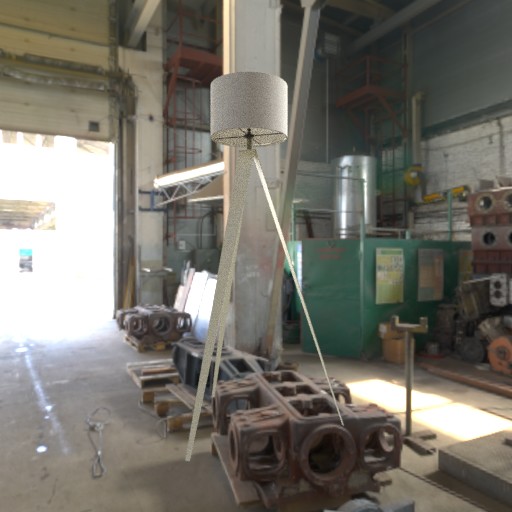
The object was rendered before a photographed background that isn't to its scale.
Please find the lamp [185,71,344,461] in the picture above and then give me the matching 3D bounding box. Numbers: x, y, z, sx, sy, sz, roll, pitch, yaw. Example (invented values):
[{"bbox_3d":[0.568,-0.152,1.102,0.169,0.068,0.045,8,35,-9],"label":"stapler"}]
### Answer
[{"bbox_3d":[0.000,0.000,1.940,0.724,1.524,0.716,0,0,18],"label":"lamp"}]
